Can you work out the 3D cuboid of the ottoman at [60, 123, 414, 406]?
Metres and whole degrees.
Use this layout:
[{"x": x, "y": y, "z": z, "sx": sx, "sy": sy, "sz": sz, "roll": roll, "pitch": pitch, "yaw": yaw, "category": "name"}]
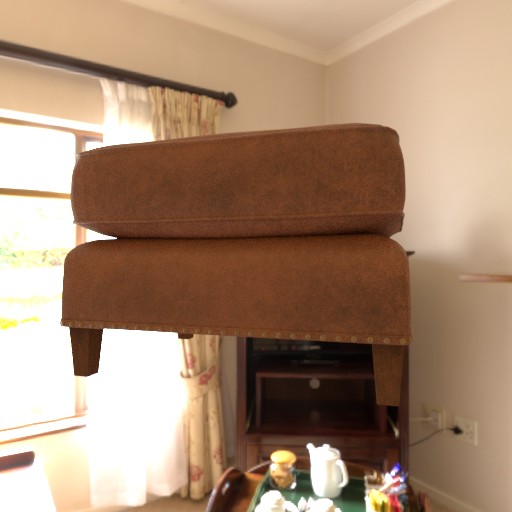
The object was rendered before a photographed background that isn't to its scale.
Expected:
[{"x": 0.000, "y": 0.000, "z": 1.128, "sx": 0.738, "sy": 0.537, "sz": 0.589, "roll": 0, "pitch": -1, "yaw": 18, "category": "ottoman"}]
